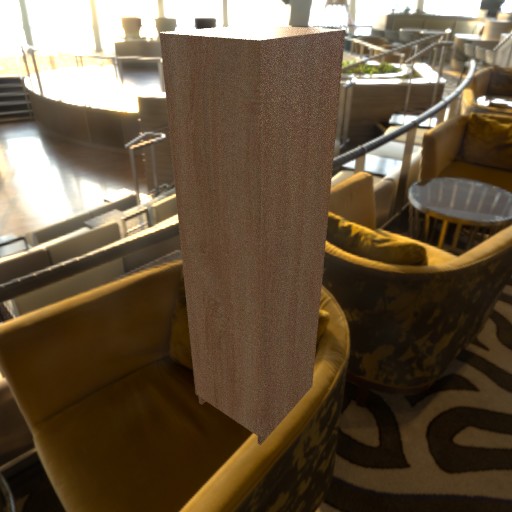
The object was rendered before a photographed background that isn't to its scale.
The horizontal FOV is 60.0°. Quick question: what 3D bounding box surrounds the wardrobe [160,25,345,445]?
[{"bbox_3d":[0.000,0.000,2.334,0.496,2.117,0.588,22,37,32],"label":"wardrobe"}]
